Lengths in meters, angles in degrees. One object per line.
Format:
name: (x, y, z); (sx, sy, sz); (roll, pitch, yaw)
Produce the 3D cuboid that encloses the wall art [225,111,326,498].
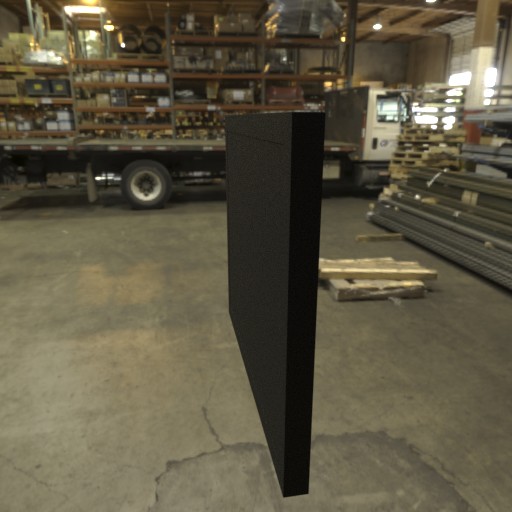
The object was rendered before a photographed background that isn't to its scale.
wall art: (0.000, 0.000, 0.540); (0.024, 0.329, 0.404); (-3, 18, -10)
